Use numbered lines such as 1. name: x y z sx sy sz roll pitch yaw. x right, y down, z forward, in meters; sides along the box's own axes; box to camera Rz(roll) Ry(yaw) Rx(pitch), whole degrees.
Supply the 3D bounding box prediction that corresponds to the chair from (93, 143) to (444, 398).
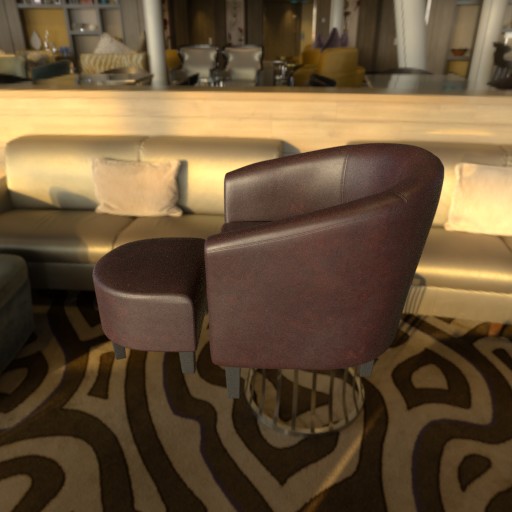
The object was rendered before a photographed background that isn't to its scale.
1. chair: 0.000 0.000 1.602 1.176 0.755 0.737 1 26 1
